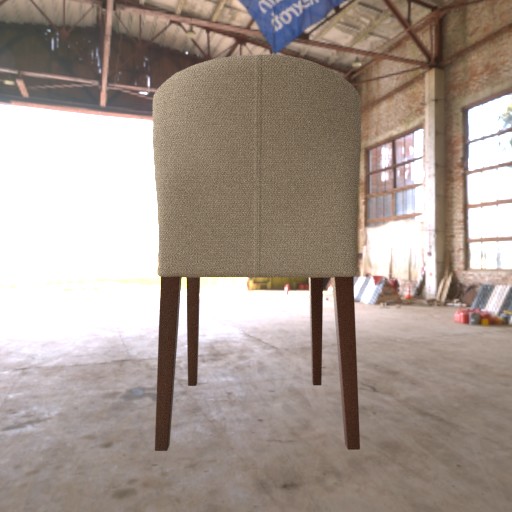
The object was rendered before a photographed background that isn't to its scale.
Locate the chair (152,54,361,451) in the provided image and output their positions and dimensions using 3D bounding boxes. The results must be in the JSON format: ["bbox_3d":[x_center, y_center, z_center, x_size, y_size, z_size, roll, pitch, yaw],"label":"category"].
[{"bbox_3d":[0.000,0.000,1.200,0.491,0.839,0.589,0,0,-1],"label":"chair"}]
